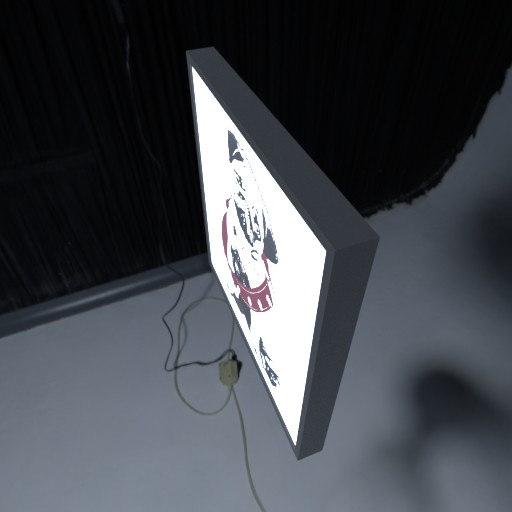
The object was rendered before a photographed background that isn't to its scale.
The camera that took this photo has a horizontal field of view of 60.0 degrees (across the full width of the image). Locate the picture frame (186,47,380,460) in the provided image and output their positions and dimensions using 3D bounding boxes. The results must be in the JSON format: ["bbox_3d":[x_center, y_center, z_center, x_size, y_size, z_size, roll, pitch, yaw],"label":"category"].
[{"bbox_3d":[0.000,0.000,0.471,0.030,0.317,0.317,-16,47,-15],"label":"picture frame"}]
